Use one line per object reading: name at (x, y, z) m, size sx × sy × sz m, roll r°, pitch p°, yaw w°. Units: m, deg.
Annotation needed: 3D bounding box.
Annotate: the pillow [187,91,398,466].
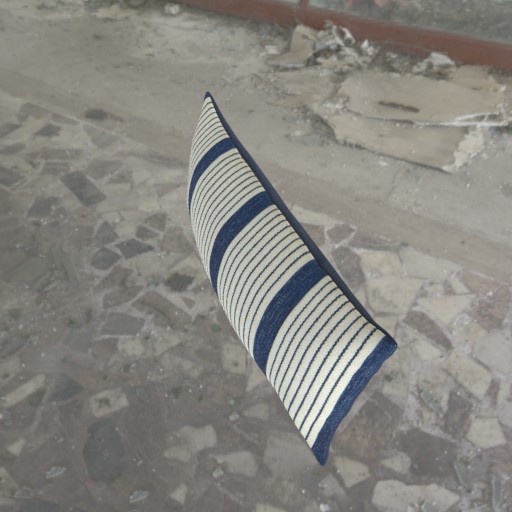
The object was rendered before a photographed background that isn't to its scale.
pillow at (0.000, 0.000, 0.743) m, size 0.156 × 0.292 × 0.608 m, roll -17°, pitch 49°, yaw -16°
